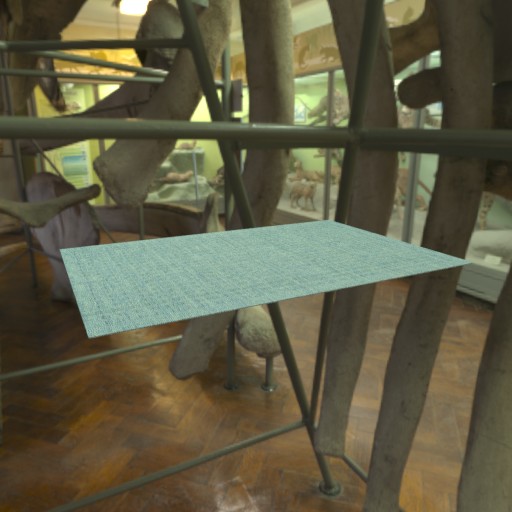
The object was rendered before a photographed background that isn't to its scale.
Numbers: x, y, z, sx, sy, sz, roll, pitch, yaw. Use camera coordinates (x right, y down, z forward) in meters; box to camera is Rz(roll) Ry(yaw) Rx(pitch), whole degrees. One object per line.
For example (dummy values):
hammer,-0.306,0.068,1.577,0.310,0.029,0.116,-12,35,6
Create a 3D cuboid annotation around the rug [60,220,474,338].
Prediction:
rug,0.000,0.000,2.928,2.286,0.006,1.522,-8,18,-26
